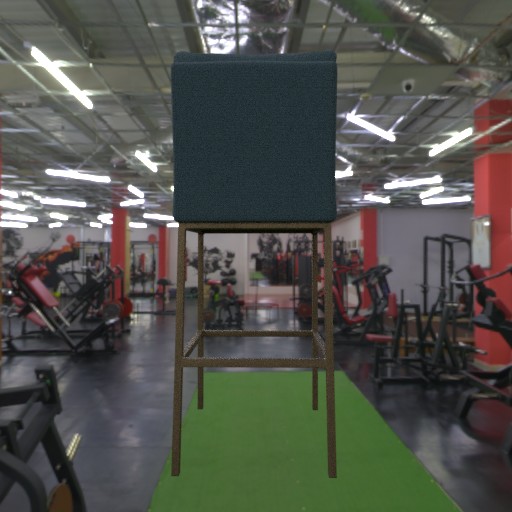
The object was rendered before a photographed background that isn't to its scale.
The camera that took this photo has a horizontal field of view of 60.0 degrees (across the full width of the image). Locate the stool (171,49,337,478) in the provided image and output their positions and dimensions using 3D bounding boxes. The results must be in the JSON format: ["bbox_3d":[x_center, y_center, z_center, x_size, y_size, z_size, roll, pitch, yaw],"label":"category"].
[{"bbox_3d":[0.000,0.000,1.393,0.463,1.124,0.568,0,-1,1],"label":"stool"}]
